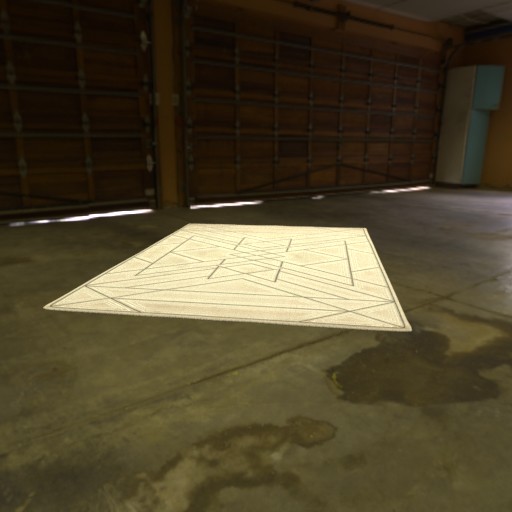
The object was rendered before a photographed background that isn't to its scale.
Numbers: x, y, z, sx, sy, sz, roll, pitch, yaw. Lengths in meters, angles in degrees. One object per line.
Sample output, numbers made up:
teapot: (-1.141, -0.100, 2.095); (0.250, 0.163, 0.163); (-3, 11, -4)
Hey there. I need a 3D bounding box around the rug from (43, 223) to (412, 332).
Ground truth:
rug: (0.000, 0.000, 4.451); (2.436, 0.026, 3.381); (2, 14, 9)
